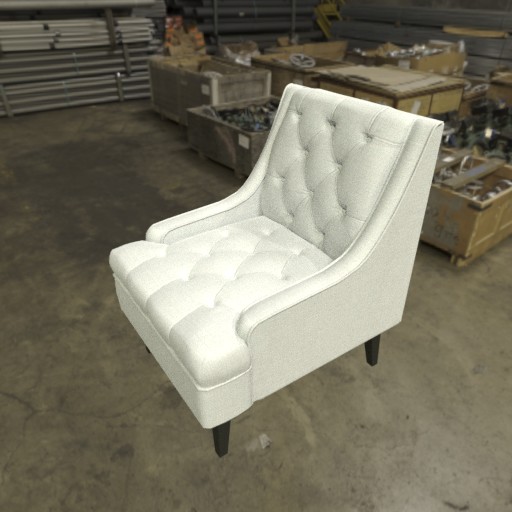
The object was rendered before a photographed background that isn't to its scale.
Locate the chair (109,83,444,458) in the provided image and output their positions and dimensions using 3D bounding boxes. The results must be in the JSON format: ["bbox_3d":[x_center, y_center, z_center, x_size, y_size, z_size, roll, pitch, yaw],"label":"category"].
[{"bbox_3d":[0.000,0.000,1.409,0.772,0.891,0.658,-20,37,-29],"label":"chair"}]
